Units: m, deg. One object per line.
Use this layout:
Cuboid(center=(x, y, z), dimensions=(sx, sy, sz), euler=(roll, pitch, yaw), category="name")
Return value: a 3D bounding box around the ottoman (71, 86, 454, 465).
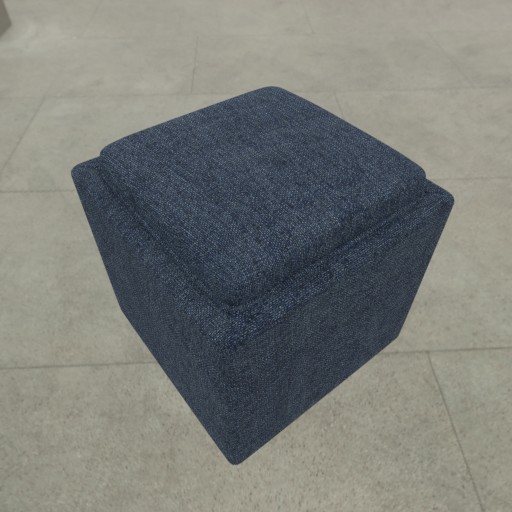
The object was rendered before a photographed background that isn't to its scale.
Cuboid(center=(0.000, 0.000, 0.832), dimensions=(0.450, 0.460, 0.450), euler=(-30, 53, -25), category="ottoman")
